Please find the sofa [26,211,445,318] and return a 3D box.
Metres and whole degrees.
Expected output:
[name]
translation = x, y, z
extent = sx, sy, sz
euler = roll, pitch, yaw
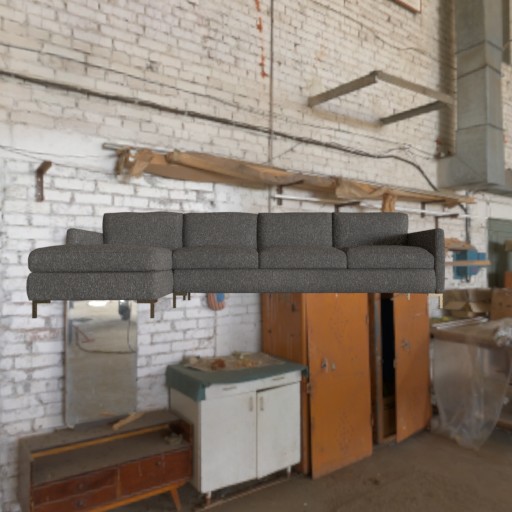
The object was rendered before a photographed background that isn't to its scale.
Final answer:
[sofa]
translation = 0.000, 0.000, 3.467
extent = 2.932, 0.810, 1.350
euler = 0, -1, -1
